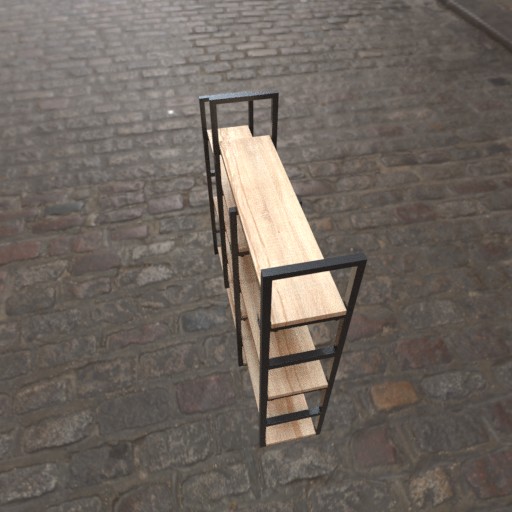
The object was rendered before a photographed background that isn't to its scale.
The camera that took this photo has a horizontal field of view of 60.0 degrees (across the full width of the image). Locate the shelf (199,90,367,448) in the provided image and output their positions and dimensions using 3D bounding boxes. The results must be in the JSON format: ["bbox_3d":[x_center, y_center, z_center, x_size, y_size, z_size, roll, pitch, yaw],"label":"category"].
[{"bbox_3d":[0.000,0.000,1.389,0.183,0.921,0.946,-9,48,-8],"label":"shelf"}]
